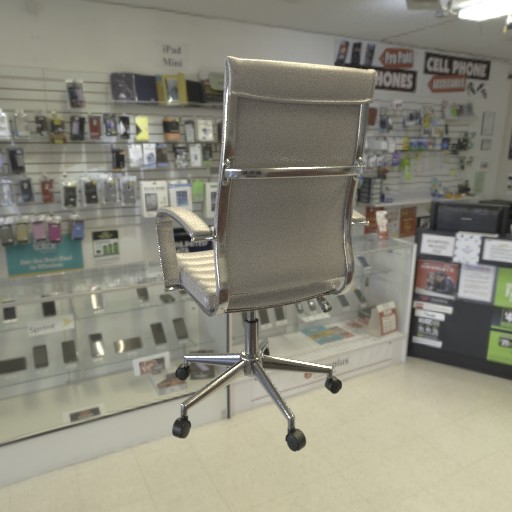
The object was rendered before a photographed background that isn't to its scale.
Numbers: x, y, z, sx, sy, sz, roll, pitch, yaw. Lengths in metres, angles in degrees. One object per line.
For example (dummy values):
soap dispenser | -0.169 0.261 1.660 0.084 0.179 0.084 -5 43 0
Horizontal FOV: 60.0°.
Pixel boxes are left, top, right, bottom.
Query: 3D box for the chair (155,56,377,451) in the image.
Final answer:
chair | 0.000 0.000 1.529 0.679 1.149 0.667 -7 16 -25
